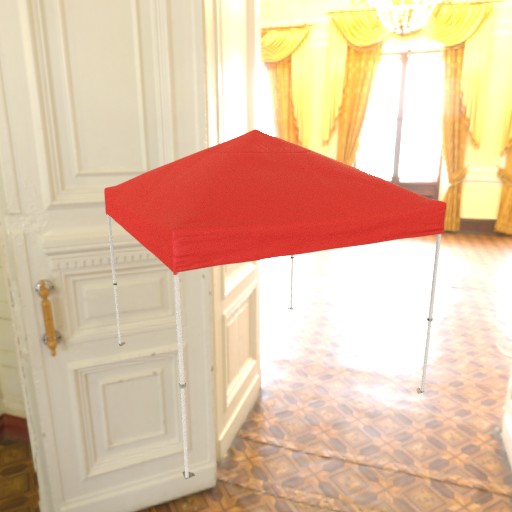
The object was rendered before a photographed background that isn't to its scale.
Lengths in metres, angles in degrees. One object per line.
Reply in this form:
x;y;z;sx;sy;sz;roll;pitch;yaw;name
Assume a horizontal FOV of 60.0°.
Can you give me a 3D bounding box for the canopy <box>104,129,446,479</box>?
0.000;0.000;5.449;2.998;2.997;2.996;-8;17;-27;canopy
